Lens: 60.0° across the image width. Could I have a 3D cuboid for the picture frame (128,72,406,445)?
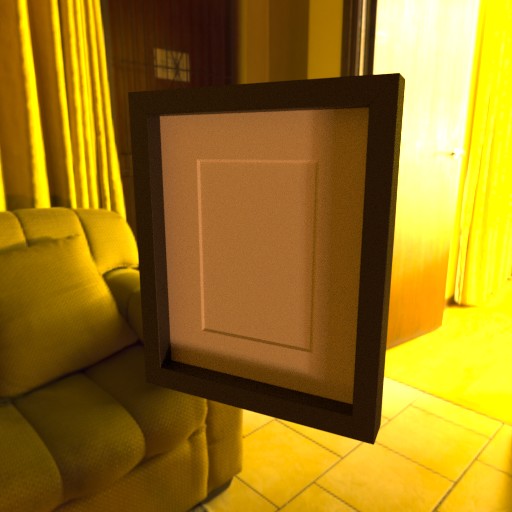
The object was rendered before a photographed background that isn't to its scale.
[{"bbox_3d":[0.000,0.000,0.395,0.232,0.284,0.042,6,15,25],"label":"picture frame"}]
